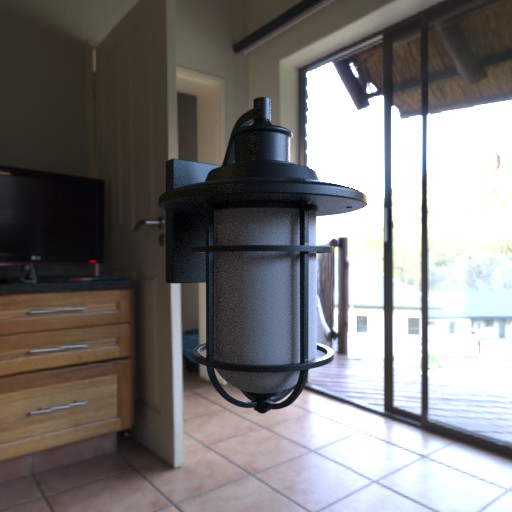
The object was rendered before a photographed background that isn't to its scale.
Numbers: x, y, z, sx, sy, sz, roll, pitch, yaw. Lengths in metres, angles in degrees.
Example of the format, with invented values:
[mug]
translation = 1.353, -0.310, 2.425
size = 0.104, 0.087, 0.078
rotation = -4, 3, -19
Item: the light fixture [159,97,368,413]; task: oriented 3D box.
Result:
[light fixture]
translation = 0.000, 0.000, 0.498
size = 0.222, 0.345, 0.252
rotation = 0, -1, -36
